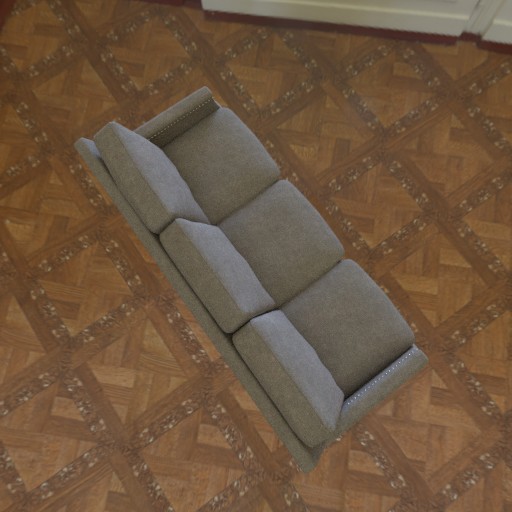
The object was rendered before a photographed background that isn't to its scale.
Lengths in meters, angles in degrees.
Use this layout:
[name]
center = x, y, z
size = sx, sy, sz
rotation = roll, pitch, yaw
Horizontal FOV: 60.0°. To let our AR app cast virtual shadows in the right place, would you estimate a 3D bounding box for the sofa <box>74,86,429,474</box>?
[sofa]
center = 0.000, 0.000, 2.797
size = 1.034, 1.042, 2.226
rotation = -36, 79, -8
